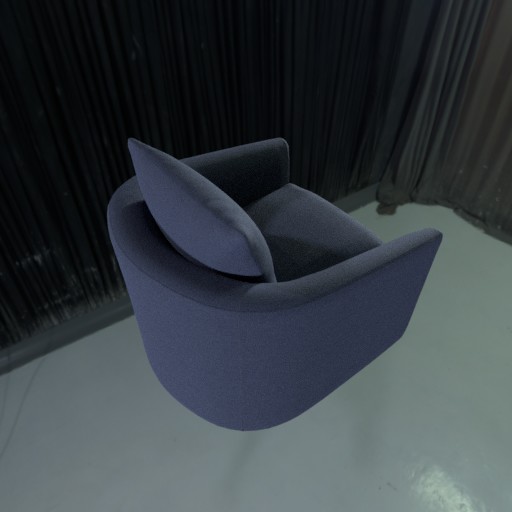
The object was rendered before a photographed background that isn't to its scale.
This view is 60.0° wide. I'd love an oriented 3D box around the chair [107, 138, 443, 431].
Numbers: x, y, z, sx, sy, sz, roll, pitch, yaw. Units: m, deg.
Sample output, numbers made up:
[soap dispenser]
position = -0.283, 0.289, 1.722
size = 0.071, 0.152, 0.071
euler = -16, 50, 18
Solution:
[chair]
position = 0.000, 0.000, 1.561
size = 0.910, 0.848, 0.845
euler = -28, 49, -27
